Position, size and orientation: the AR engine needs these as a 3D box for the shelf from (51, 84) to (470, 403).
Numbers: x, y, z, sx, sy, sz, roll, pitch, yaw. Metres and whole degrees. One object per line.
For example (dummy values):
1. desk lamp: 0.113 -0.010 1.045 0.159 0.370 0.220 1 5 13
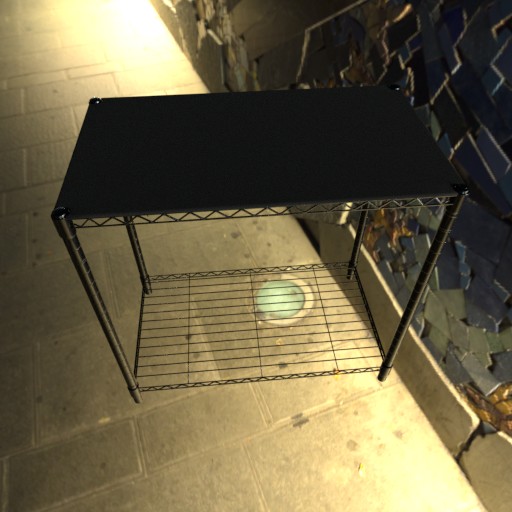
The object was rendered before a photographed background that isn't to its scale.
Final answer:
1. shelf: 0.000 0.000 0.929 0.589 0.564 0.338 -4 47 -4
